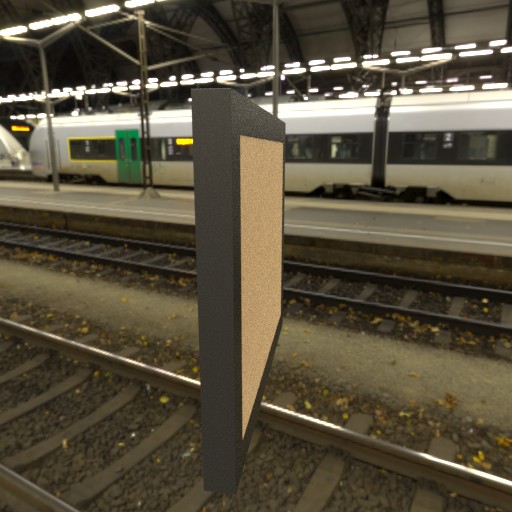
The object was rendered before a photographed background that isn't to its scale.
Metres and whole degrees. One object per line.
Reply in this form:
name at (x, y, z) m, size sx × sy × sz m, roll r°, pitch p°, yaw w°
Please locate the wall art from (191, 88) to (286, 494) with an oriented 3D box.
wall art at (0.000, 0.000, 0.519) m, size 0.028 × 0.321 × 0.381 m, roll 2°, pitch 13°, yaw 9°
